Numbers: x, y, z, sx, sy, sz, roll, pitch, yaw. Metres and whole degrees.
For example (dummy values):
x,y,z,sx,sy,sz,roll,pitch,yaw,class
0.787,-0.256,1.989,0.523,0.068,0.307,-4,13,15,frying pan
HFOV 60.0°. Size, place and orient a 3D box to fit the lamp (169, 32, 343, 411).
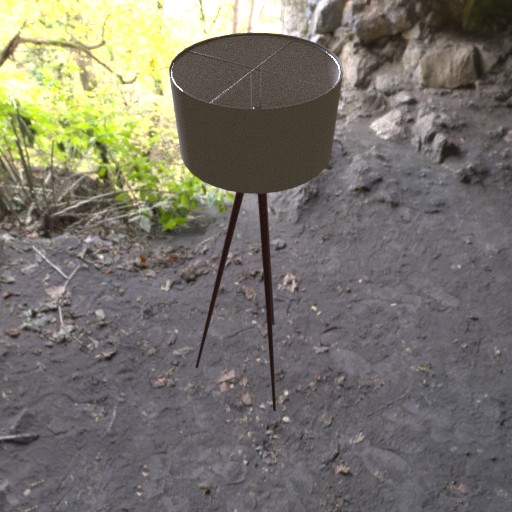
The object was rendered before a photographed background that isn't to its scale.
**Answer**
x,y,z,sx,sy,sz,roll,pitch,yaw,class
0.000,0.000,1.803,0.483,1.553,0.483,23,51,20,lamp
